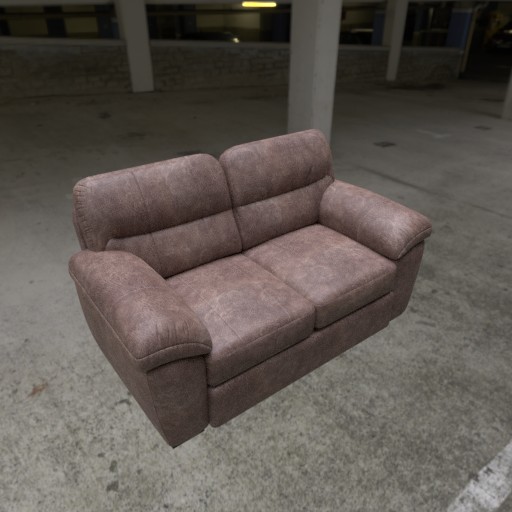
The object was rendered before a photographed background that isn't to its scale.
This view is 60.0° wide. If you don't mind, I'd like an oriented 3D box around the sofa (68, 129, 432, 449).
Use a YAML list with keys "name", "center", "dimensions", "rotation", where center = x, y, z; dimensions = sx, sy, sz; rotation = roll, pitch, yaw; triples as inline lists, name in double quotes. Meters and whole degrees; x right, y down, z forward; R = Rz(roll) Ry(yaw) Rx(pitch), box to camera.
- name: "sofa"
  center: [0.000, 0.000, 2.373]
  dimensions: [1.753, 0.991, 0.991]
  rotation: [-21, 36, -31]
